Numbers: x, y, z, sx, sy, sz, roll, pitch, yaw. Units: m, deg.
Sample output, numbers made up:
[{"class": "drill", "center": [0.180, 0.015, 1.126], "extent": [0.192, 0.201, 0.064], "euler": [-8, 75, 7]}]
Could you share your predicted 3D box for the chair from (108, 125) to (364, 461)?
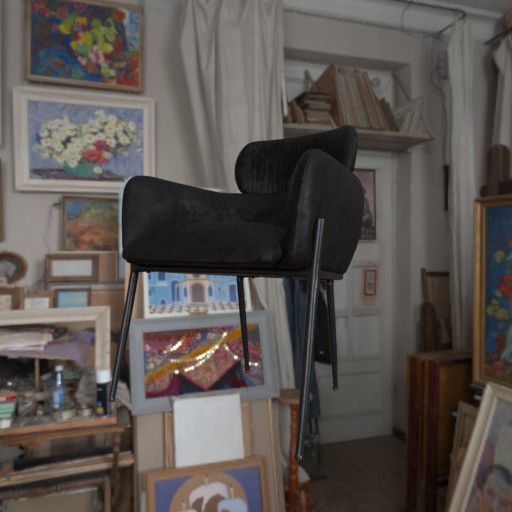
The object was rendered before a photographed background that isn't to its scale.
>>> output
[{"class": "chair", "center": [0.000, 0.000, 1.291], "extent": [0.640, 0.818, 0.604], "euler": [0, 1, 35]}]
